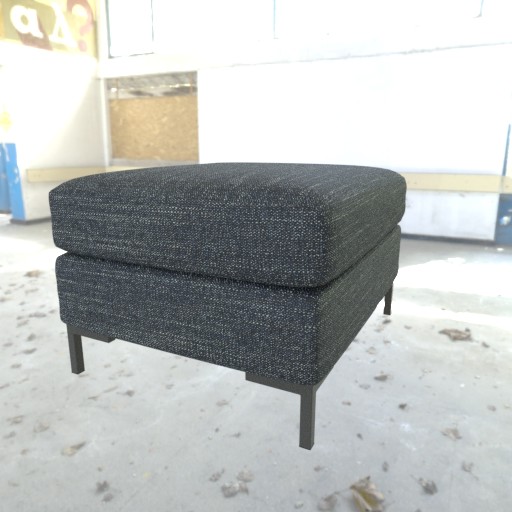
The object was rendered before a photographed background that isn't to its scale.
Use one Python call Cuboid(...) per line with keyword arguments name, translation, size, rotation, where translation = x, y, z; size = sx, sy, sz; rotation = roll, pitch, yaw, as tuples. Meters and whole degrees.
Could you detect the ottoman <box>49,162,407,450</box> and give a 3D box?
Cuboid(name="ottoman", translation=(0.000, 0.000, 1.216), size=(0.667, 0.491, 0.814), rotation=(7, 16, 26))
